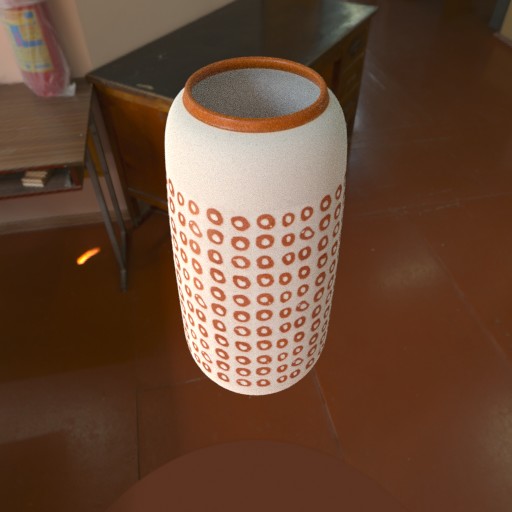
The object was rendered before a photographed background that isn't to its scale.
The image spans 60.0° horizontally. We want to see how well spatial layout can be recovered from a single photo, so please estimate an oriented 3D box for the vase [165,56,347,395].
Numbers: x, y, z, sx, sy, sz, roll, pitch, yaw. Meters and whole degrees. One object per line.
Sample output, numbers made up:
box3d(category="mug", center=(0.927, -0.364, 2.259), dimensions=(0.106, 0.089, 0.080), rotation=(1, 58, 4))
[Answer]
box3d(category="vase", center=(0.000, 0.000, 0.355), dimensions=(0.133, 0.282, 0.133), rotation=(0, 46, 0))
